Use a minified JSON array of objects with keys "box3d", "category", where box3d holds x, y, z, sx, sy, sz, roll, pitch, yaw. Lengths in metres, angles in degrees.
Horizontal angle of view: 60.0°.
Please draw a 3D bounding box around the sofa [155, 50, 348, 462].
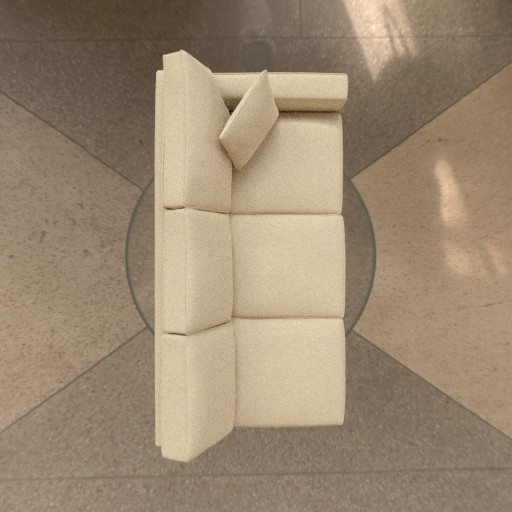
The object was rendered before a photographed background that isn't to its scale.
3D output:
[{"box3d":[0.000,0.000,2.529,1.034,0.946,1.963,0,90,-1],"category":"sofa"}]
